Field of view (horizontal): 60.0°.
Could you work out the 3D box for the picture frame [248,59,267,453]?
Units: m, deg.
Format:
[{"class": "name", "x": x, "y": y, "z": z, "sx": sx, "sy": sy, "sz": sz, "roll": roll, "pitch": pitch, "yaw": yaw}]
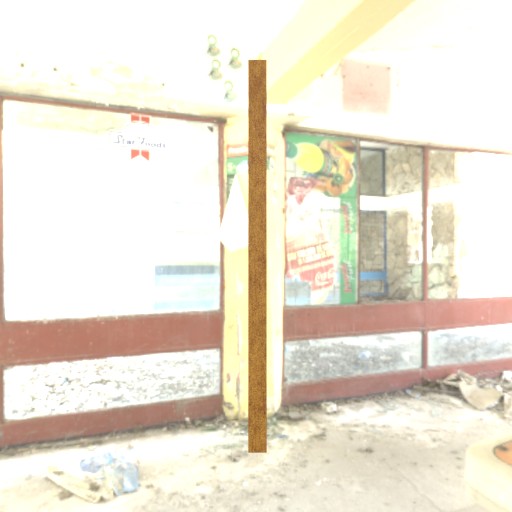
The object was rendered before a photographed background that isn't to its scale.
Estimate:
[{"class": "picture frame", "x": 0.000, "y": 0.000, "z": 1.161, "sx": 0.029, "sy": 0.621, "sz": 0.922, "roll": 0, "pitch": 0, "yaw": 0}]
